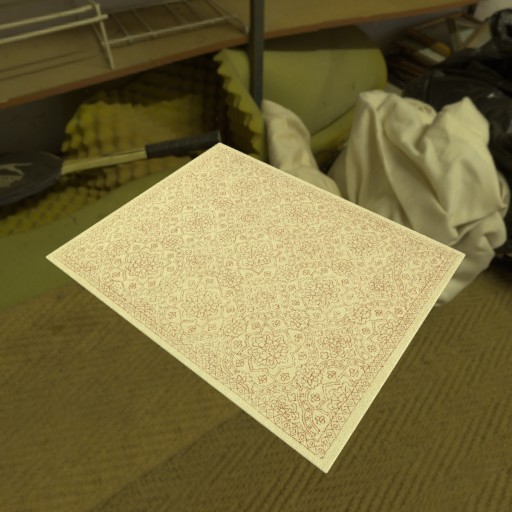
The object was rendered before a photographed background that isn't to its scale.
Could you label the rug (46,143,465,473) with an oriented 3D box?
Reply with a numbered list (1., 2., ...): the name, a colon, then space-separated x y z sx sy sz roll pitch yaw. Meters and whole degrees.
1. rug: 0.000 0.000 4.117 3.050 0.015 2.441 30 53 25
